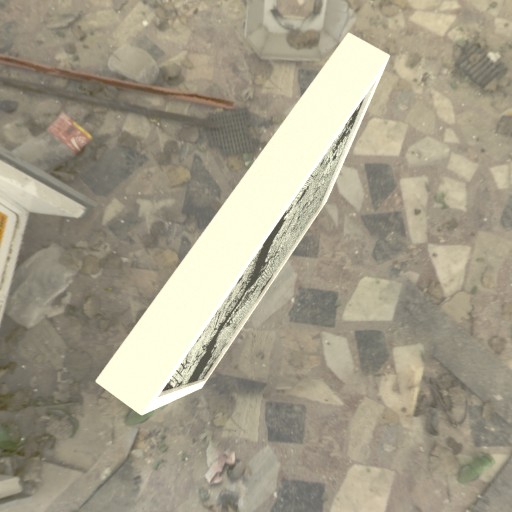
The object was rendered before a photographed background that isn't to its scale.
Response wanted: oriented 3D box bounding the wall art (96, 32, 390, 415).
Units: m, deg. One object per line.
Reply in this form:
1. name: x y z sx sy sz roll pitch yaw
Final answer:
1. wall art: 0.000 0.000 0.450 0.037 0.305 0.305 33 79 8
